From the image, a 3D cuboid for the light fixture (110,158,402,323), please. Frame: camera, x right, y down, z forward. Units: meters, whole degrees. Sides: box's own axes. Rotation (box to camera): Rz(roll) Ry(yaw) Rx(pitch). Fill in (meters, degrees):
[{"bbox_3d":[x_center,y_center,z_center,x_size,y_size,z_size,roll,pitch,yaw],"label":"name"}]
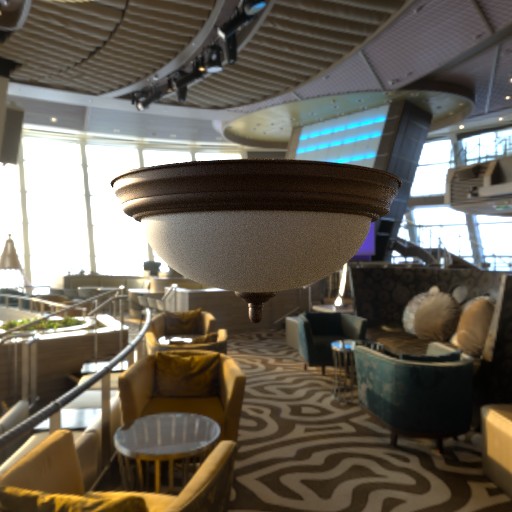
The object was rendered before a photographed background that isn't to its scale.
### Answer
[{"bbox_3d":[0.000,0.000,0.445,0.280,0.135,0.280,0,0,0],"label":"light fixture"}]
